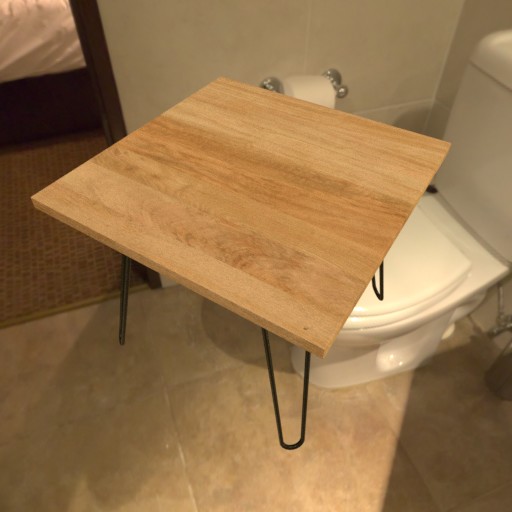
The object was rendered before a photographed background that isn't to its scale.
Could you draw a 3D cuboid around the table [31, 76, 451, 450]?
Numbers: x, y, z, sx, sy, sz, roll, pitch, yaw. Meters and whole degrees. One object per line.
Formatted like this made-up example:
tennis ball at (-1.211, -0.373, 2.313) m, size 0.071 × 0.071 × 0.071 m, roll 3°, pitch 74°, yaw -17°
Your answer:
table at (0.000, 0.000, 1.053) m, size 0.599 × 0.500 × 0.599 m, roll 25°, pitch 51°, yaw 22°
